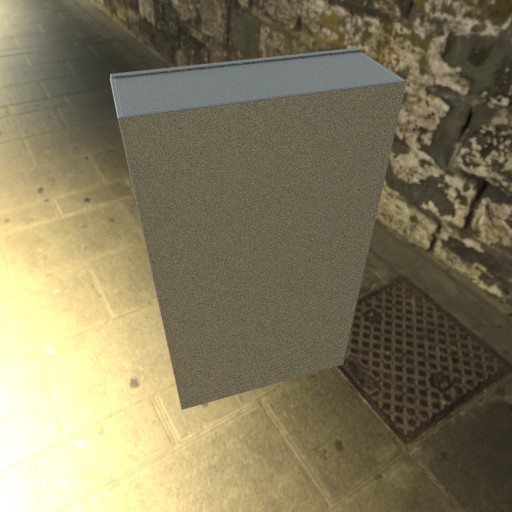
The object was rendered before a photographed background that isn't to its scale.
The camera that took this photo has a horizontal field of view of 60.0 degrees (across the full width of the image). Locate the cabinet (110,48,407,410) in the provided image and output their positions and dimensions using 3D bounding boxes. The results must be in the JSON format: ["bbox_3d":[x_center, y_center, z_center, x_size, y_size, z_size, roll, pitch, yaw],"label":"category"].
[{"bbox_3d":[0.000,0.000,2.706,1.250,2.160,0.480,-12,43,-13],"label":"cabinet"}]
